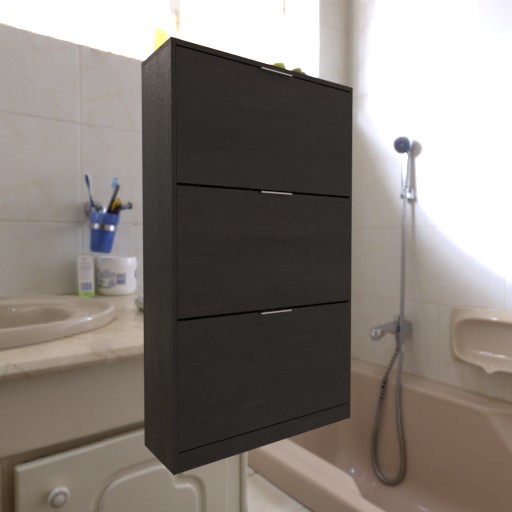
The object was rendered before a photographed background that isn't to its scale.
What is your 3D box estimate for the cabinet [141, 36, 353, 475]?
[{"bbox_3d":[0.000,0.000,1.596,0.750,1.280,0.250,-1,2,-35],"label":"cabinet"}]
